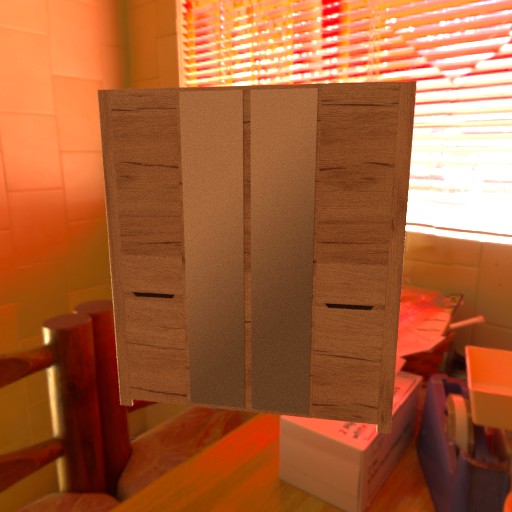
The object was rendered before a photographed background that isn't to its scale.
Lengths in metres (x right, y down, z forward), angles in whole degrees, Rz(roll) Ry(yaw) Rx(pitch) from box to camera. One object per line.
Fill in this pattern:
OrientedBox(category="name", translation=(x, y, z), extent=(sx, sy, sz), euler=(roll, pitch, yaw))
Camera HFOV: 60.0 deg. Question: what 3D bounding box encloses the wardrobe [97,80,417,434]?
OrientedBox(category="wardrobe", translation=(0.000, 0.000, 2.963), extent=(1.810, 2.070, 0.580), euler=(2, 13, 10))
